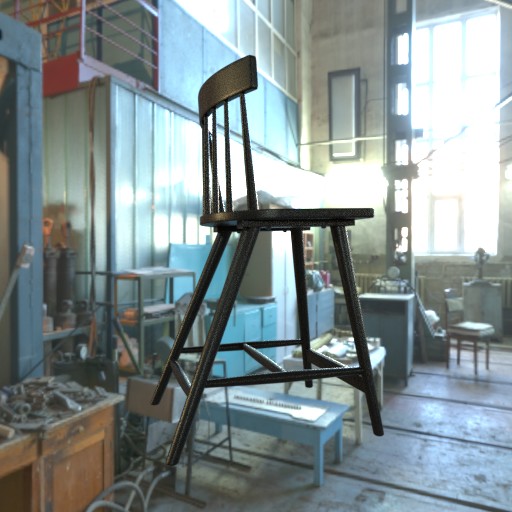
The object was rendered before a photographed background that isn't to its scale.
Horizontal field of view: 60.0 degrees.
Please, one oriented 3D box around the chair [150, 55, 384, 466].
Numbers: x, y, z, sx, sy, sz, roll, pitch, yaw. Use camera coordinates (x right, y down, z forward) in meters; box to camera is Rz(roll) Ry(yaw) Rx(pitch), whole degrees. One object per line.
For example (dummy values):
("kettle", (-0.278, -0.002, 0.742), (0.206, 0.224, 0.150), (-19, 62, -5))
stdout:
("chair", (0.000, 0.000, 1.295), (0.572, 0.952, 0.483), (0, 1, -18))
